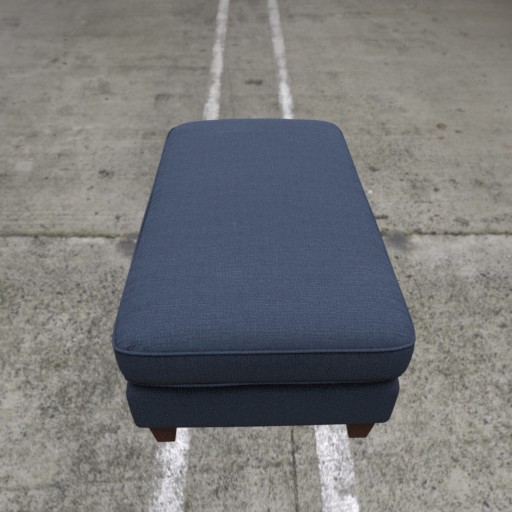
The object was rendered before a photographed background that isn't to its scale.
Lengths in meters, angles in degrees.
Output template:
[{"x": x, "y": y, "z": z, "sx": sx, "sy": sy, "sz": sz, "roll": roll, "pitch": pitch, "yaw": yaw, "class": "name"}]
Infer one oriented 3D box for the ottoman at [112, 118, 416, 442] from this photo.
[{"x": 0.000, "y": 0.000, "z": 1.188, "sx": 0.570, "sy": 0.438, "sz": 0.885, "roll": -1, "pitch": 41, "yaw": -1, "class": "ottoman"}]
